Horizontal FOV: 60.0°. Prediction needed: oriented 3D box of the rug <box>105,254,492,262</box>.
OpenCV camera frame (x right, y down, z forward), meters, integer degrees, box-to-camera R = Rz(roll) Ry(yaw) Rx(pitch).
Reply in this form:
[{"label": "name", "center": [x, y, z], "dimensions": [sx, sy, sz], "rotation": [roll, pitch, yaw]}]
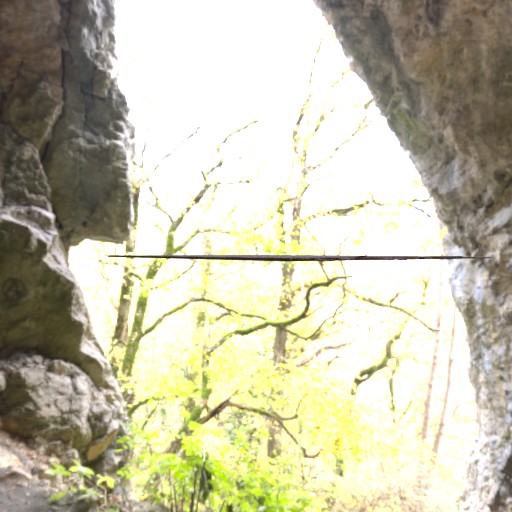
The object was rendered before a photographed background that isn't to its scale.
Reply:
[{"label": "rug", "center": [0.000, 0.000, 2.038], "dimensions": [0.905, 0.017, 1.718], "rotation": [0, 1, -36]}]
